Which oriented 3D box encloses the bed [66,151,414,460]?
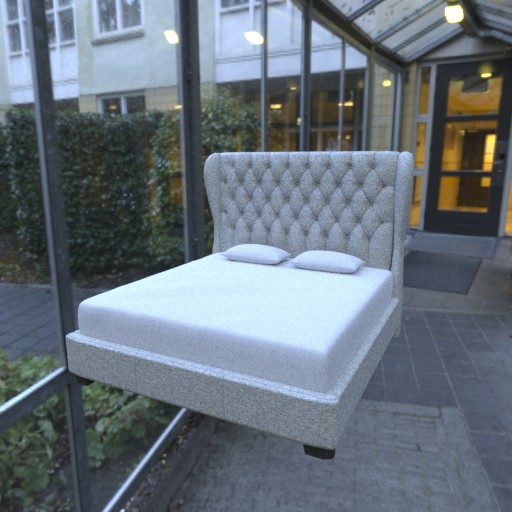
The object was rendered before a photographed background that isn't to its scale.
[{"bbox_3d":[0.000,0.000,3.805,2.219,1.771,2.347,6,14,26],"label":"bed"}]
